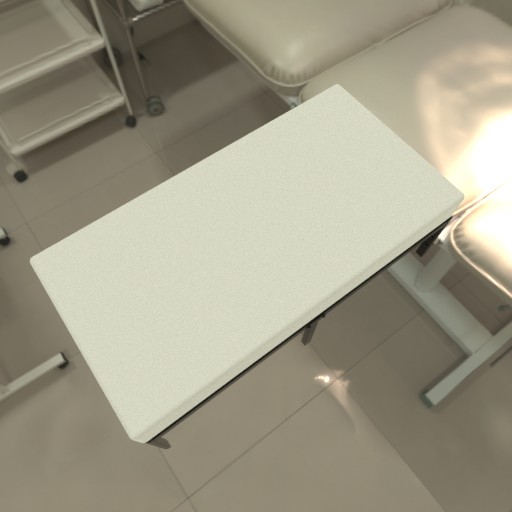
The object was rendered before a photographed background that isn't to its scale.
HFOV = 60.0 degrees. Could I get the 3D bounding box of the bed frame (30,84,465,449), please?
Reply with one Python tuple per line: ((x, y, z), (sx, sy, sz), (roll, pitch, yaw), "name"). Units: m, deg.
((0.000, 0.000, 2.464), (1.950, 0.659, 1.023), (-34, 68, -15), "bed frame")
